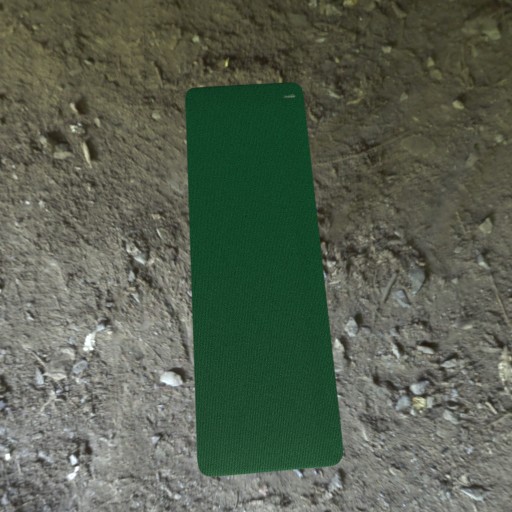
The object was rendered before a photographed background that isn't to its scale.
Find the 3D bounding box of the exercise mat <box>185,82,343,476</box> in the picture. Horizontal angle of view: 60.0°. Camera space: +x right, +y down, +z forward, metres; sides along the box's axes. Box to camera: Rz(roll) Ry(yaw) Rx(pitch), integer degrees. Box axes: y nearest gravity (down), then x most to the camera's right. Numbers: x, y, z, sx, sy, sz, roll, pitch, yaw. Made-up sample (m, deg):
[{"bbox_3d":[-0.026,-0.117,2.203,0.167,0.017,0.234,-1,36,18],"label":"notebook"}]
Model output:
[{"bbox_3d":[0.000,0.000,2.088,0.616,0.021,1.869,-4,75,-1],"label":"exercise mat"}]
